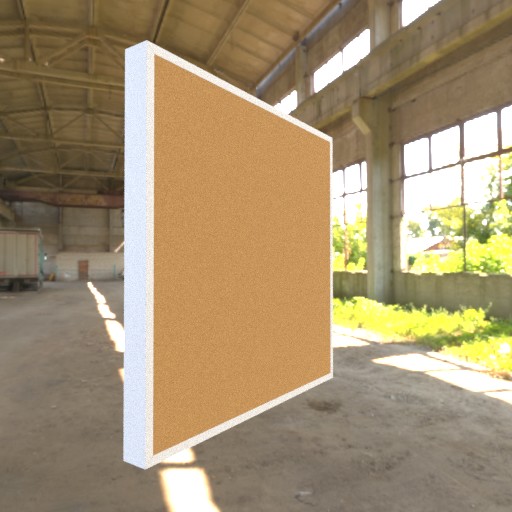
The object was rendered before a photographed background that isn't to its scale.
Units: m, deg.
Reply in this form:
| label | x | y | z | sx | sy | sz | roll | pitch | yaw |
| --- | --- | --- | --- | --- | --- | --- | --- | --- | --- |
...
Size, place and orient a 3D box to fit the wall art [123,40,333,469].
| label | x | y | z | sx | sy | sz | roll | pitch | yaw |
| --- | --- | --- | --- | --- | --- | --- | --- | --- | --- |
| wall art | 0.000 | 0.000 | 0.445 | 0.024 | 0.304 | 0.304 | -1 | -1 | 35 |
